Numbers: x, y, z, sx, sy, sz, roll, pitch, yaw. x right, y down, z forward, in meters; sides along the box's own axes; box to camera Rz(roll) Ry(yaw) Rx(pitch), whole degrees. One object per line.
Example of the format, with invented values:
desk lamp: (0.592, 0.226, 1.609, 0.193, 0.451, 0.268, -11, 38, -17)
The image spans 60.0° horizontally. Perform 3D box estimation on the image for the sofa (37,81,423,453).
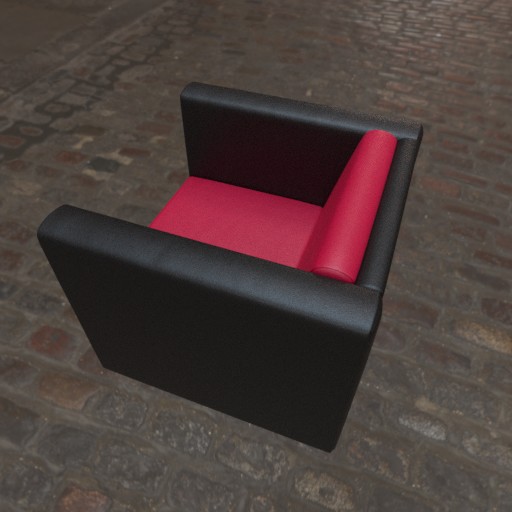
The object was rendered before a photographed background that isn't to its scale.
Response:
sofa: (0.000, 0.000, 1.444, 0.809, 0.724, 0.839, 16, 48, 14)
